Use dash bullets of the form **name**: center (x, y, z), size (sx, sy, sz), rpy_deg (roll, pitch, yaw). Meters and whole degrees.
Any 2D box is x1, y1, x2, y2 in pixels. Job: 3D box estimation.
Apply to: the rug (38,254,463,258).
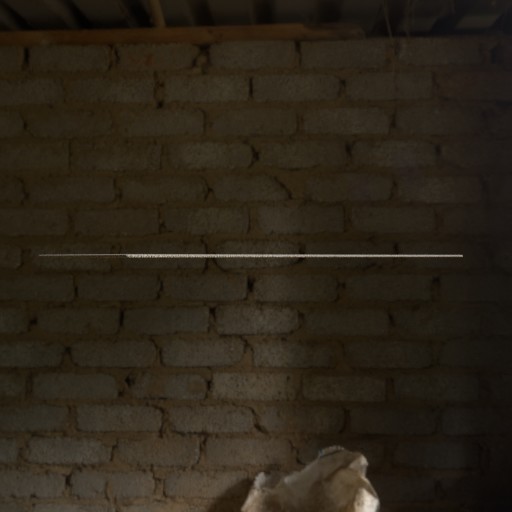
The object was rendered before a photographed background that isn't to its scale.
- **rug**: center (0.000, 0.000, 2.282), size (1.829, 0.010, 1.219), rpy_deg (0, 0, -37)
